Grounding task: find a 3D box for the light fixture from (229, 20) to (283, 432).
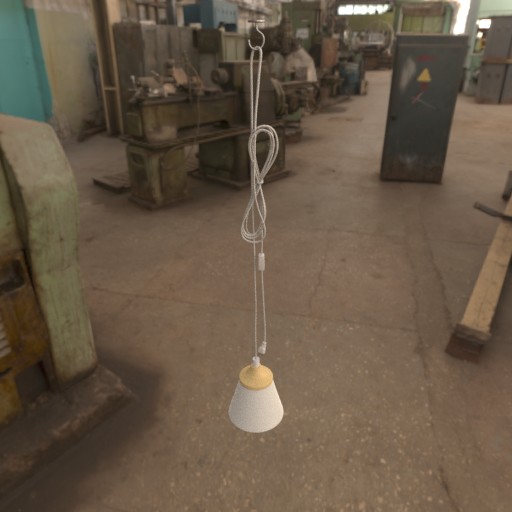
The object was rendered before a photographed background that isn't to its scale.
[{"bbox_3d":[0.000,0.000,1.028,0.153,0.966,0.153,8,27,15],"label":"light fixture"}]
